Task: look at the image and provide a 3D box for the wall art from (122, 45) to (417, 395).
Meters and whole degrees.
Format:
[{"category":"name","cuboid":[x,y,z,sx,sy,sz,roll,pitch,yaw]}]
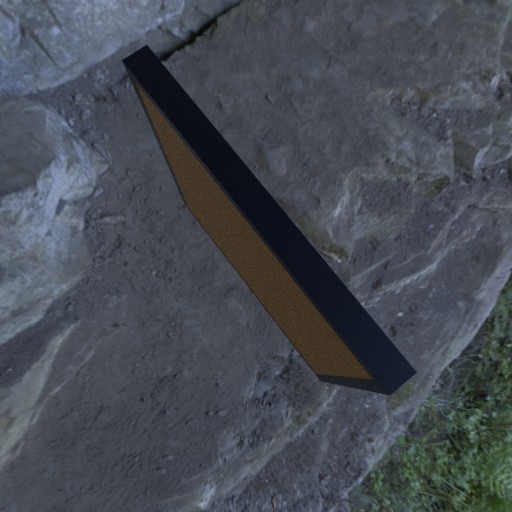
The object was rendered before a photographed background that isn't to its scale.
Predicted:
[{"category":"wall art","cuboid":[0.000,0.000,0.758,0.038,0.508,0.508,-36,79,-9]}]
